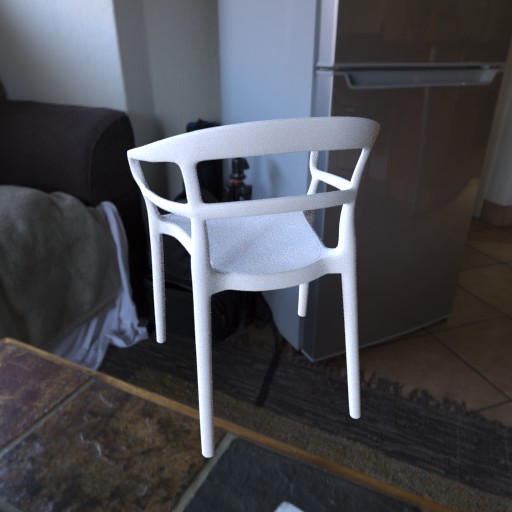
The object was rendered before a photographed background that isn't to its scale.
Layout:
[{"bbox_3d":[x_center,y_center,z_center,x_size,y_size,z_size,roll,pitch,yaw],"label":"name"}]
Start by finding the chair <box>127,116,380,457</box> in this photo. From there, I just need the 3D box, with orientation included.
[{"bbox_3d":[0.000,0.000,1.137,0.559,0.761,0.527,-8,27,-16],"label":"chair"}]
